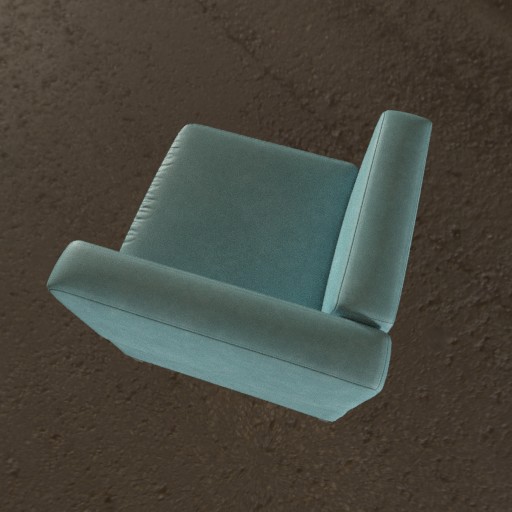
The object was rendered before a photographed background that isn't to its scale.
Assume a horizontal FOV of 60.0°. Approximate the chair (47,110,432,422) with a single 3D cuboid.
[{"bbox_3d":[0.000,0.000,1.211,0.680,0.660,0.680,16,66,7],"label":"chair"}]
